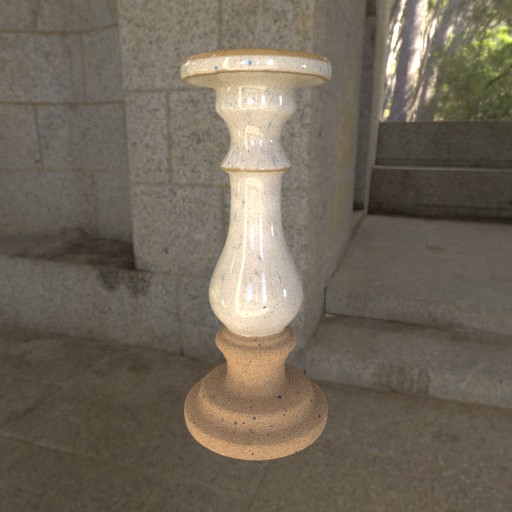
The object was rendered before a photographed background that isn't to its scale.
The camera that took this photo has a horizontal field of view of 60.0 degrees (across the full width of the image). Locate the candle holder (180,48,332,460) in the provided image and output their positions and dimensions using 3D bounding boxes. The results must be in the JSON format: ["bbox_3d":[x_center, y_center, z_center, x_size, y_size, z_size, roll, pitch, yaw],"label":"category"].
[{"bbox_3d":[0.000,0.000,0.250,0.088,0.203,0.088,0,15,0],"label":"candle holder"}]
